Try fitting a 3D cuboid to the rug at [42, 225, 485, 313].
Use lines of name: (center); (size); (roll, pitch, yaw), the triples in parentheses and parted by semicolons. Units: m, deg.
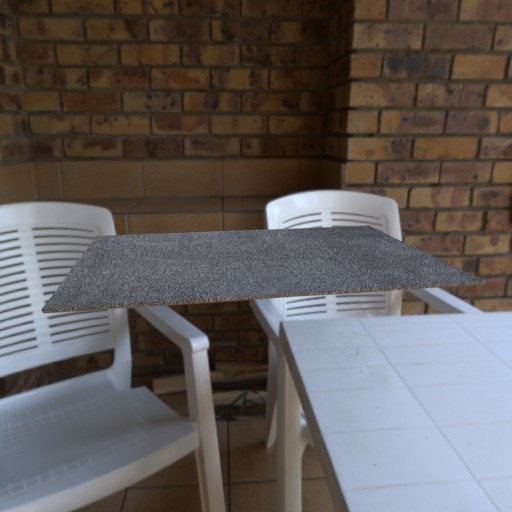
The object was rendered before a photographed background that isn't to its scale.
rug: (0.000, 0.000, 3.496); (2.699, 0.026, 1.802); (-3, 16, -10)
